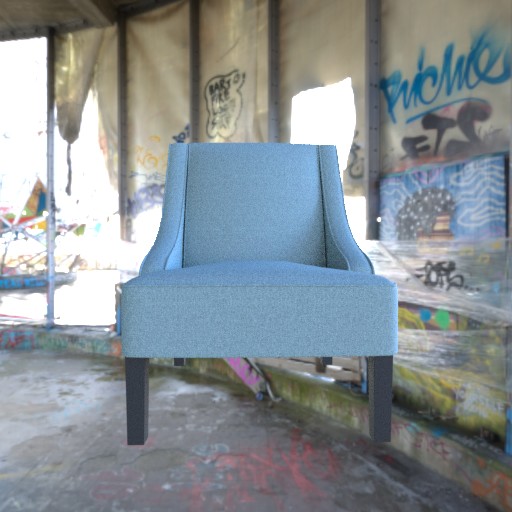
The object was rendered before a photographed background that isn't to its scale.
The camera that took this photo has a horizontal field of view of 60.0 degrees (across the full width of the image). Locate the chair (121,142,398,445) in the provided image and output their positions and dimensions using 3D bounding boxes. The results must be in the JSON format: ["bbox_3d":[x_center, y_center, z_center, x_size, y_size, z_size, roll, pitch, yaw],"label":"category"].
[{"bbox_3d":[0.000,0.000,1.821,0.857,1.133,1.025,0,1,-2],"label":"chair"}]
